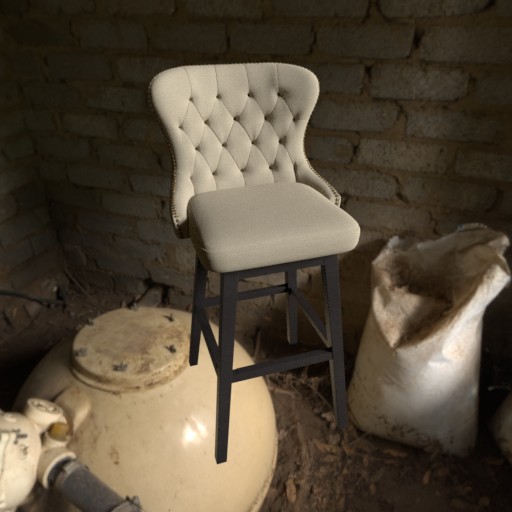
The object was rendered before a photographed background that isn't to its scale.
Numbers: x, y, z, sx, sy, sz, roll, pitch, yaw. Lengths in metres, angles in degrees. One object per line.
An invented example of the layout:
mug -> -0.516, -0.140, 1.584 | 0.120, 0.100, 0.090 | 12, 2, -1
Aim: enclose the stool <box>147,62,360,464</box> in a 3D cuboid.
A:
stool -> 0.000, 0.000, 1.402 | 0.528, 1.066, 0.605 | -9, 31, -15
